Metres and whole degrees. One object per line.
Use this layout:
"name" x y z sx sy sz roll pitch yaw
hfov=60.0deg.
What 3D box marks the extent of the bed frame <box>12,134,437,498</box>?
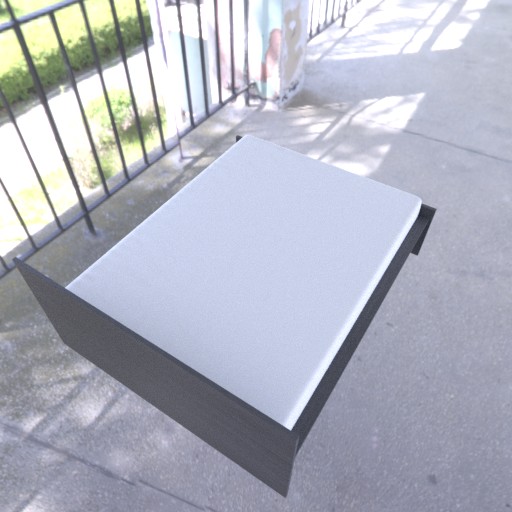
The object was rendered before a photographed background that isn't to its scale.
"bed frame" 0.000 0.000 2.755 1.622 0.800 1.960 26 53 21
